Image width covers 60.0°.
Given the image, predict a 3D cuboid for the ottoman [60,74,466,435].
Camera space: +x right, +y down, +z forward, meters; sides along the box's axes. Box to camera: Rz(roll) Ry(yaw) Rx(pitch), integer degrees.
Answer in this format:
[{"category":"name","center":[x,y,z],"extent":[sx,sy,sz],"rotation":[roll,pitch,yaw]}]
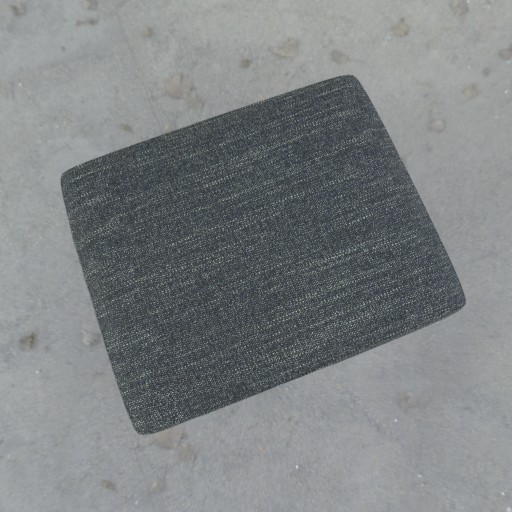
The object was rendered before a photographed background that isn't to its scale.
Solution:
[{"category":"ottoman","center":[0.000,0.000,1.223],"extent":[0.814,0.491,0.667],"rotation":[-20,77,-5]}]
